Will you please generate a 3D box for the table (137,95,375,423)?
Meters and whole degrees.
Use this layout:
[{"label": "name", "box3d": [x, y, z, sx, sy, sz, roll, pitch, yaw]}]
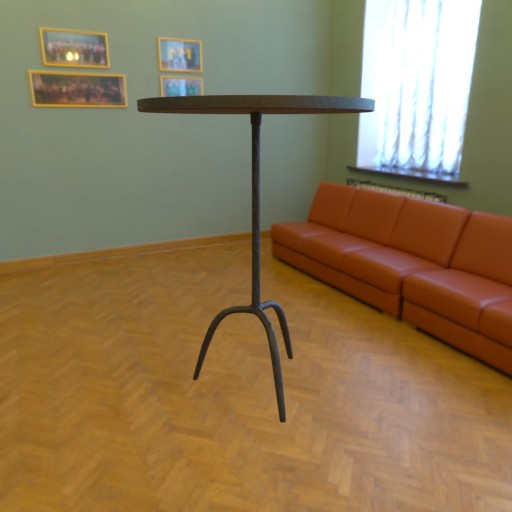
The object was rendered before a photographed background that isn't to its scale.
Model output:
[{"label": "table", "box3d": [0.000, 0.000, 1.064, 0.502, 0.700, 0.502, -9, 19, -27]}]
